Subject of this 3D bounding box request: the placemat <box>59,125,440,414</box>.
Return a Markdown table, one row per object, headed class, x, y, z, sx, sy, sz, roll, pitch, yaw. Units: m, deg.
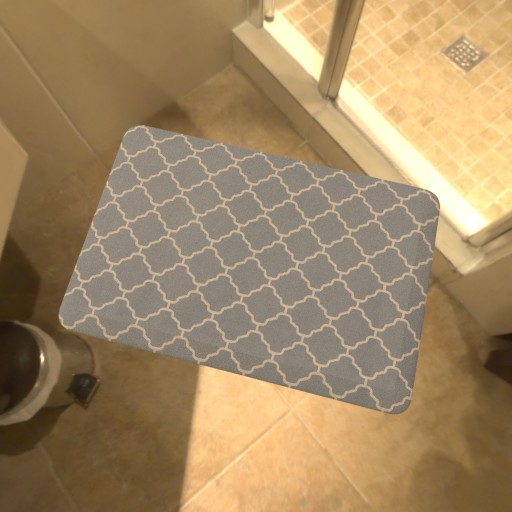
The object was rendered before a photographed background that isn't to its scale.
| class | x | y | z | sx | sy | sz | roll | pitch | yaw |
| --- | --- | --- | --- | --- | --- | --- | --- | --- | --- |
| placemat | 0.000 | 0.000 | 0.978 | 0.762 | 0.021 | 0.508 | 14 | 75 | 4 |
